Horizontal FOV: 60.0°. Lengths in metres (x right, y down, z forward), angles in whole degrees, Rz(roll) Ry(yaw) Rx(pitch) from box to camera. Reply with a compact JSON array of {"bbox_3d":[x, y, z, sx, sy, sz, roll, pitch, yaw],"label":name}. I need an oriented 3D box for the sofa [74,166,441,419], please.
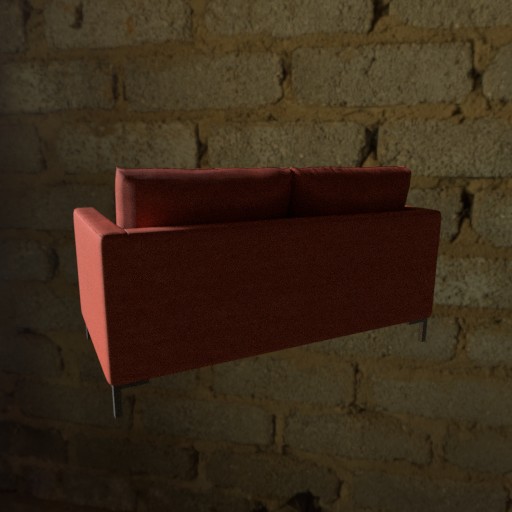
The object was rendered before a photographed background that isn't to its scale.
[{"bbox_3d":[0.000,0.000,2.169,1.574,0.896,0.864,-7,15,-26],"label":"sofa"}]
